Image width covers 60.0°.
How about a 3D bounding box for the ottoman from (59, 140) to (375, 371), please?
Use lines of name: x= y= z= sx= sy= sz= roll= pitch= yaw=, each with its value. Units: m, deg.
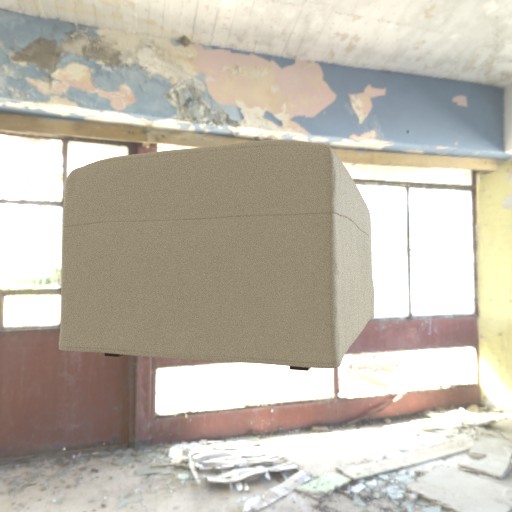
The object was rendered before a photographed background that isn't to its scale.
ottoman: x=0.000 y=0.000 z=1.210 sx=0.590 sy=0.444 sz=0.872 roll=-1 pitch=-2 yaw=19
